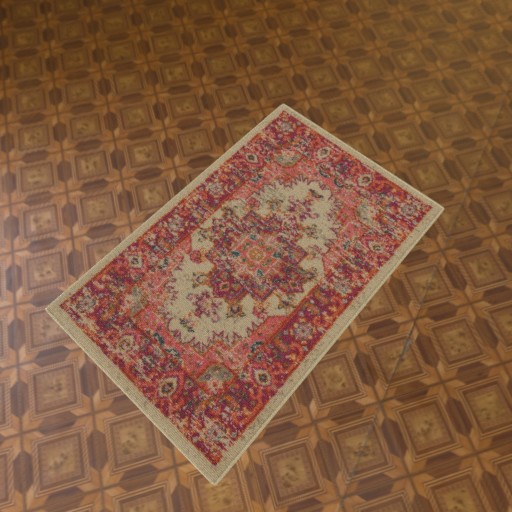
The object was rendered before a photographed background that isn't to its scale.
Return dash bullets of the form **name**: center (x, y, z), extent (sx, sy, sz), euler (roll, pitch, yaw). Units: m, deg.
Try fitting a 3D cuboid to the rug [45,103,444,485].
- **rug**: center (0.000, 0.000, 1.099), extent (0.556, 0.004, 0.868), euler (39, 70, 17)
